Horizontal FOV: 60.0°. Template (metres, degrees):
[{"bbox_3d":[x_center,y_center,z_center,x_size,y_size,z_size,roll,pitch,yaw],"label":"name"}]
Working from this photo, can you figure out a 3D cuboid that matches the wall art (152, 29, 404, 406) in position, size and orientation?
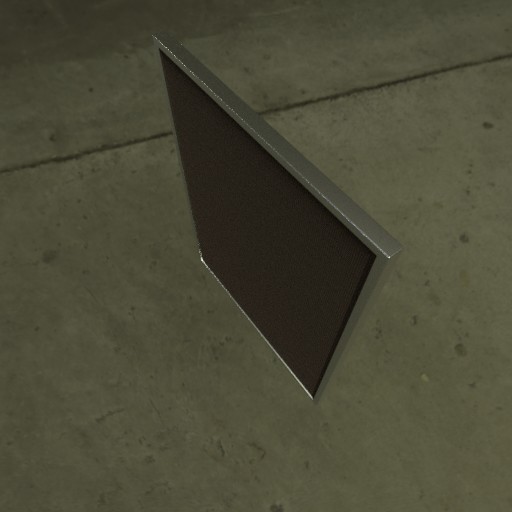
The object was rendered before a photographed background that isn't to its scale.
[{"bbox_3d":[0.000,0.000,1.373,0.037,1.062,0.801,-33,64,-18],"label":"wall art"}]
